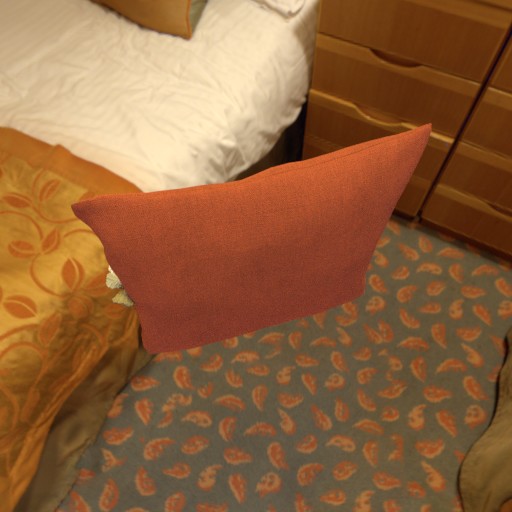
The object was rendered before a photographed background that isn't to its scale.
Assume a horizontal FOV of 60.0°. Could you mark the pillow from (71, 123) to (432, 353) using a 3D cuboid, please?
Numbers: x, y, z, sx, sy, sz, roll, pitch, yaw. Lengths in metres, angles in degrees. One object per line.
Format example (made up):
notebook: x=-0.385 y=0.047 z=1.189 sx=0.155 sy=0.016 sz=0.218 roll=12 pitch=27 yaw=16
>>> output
pillow: x=0.000 y=0.000 z=0.754 sx=0.490 sy=0.482 sz=0.165 roll=-14 pitch=59 yaw=-9
